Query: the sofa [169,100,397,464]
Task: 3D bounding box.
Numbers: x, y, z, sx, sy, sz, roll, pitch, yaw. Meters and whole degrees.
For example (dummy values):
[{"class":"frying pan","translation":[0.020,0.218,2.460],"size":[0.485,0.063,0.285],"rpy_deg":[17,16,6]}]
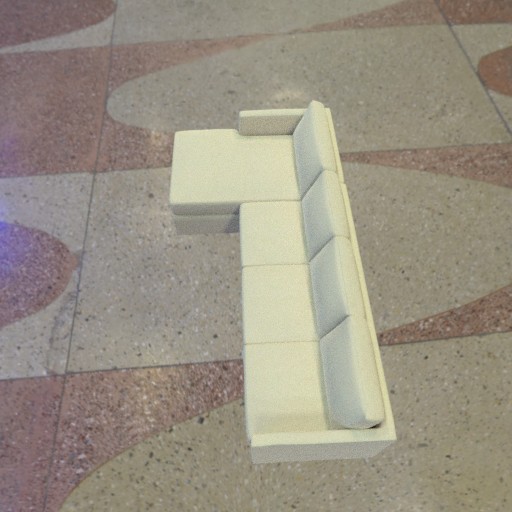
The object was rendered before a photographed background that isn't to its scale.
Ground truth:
[{"class":"sofa","translation":[0.000,0.000,3.851],"size":[1.650,0.922,3.205],"rpy_deg":[-2,57,-1]}]
